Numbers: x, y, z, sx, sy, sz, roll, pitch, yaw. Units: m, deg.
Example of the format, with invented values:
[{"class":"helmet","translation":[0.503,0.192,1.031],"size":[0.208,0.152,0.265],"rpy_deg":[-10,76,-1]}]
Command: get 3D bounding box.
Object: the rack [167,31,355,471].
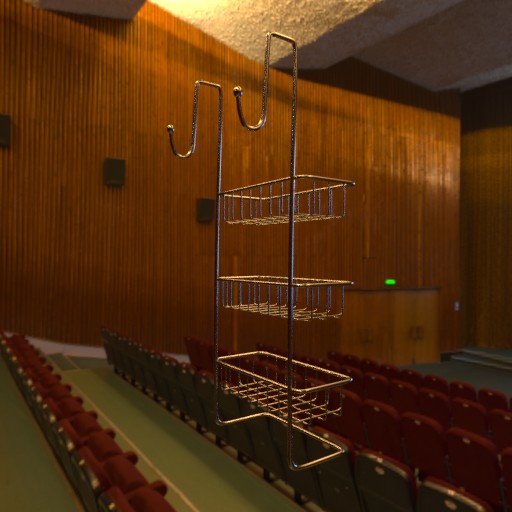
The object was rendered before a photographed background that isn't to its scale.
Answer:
[{"class":"rack","translation":[0.000,0.000,0.670],"size":[0.202,0.574,0.228],"rpy_deg":[0,0,-35]}]
